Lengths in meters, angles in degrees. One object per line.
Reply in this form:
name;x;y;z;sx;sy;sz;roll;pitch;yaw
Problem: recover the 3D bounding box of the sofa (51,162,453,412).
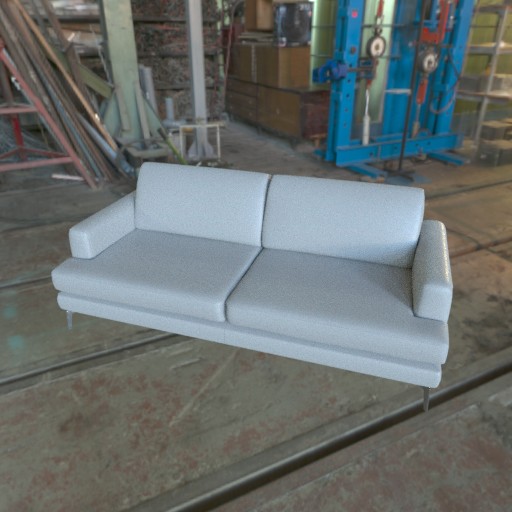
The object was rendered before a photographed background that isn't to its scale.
sofa;0.000;0.000;2.410;1.940;0.765;0.974;9;29;16
